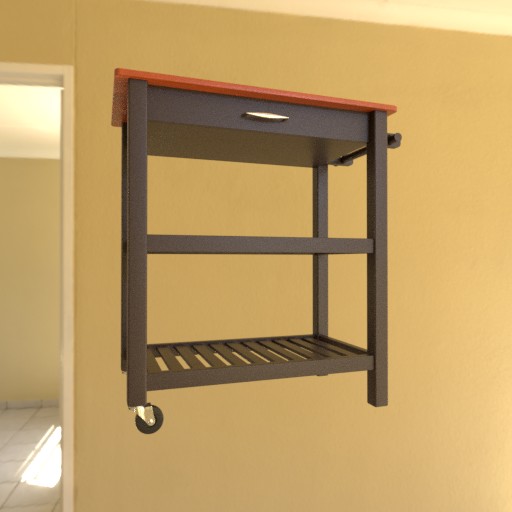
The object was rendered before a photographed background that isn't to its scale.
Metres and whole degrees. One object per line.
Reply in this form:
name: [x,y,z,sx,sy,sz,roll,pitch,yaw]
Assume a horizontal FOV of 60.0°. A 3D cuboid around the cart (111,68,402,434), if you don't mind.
cart: [0.000,0.000,1.455,0.899,0.927,0.457,0,-1,-19]
